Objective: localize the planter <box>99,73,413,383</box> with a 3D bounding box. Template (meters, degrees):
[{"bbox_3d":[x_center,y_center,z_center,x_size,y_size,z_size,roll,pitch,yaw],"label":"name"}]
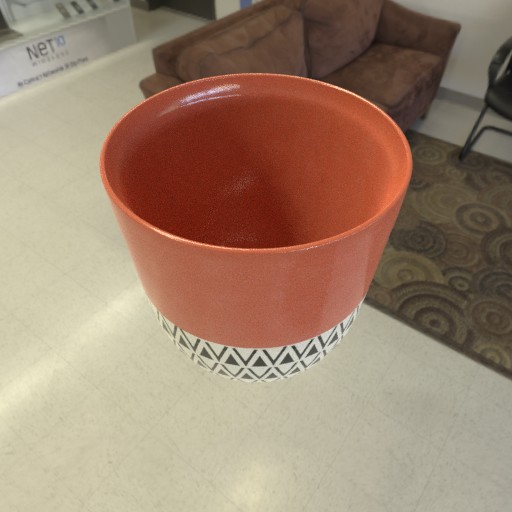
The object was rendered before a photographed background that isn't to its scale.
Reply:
[{"bbox_3d":[0.000,0.000,0.361,0.195,0.214,0.195,0,47,0],"label":"planter"}]
